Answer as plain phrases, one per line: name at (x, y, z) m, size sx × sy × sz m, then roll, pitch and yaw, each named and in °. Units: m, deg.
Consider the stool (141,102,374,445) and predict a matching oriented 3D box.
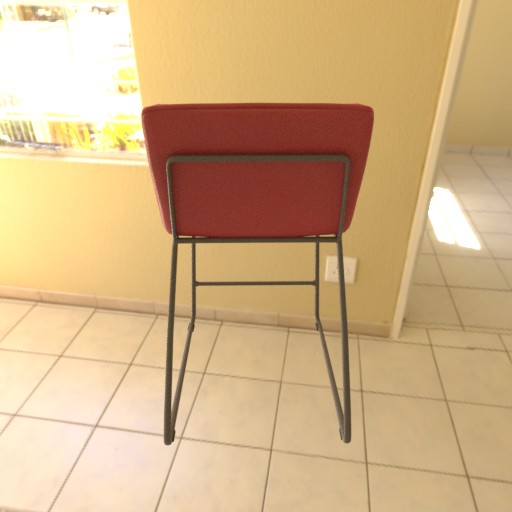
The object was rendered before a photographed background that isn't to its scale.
stool at (0.000, 0.000, 1.144) m, size 0.489 × 0.866 × 0.524 m, roll 0°, pitch 31°, yaw -1°
